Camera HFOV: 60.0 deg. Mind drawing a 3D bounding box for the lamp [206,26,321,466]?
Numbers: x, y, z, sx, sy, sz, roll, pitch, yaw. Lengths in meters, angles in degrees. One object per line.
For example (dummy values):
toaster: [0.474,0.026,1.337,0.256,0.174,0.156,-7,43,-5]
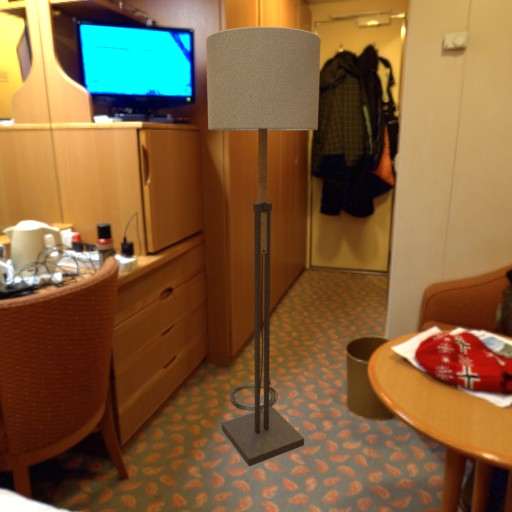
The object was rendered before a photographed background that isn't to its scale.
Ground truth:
lamp: [0.000,0.000,1.905,0.474,1.650,0.639,-8,17,-28]
